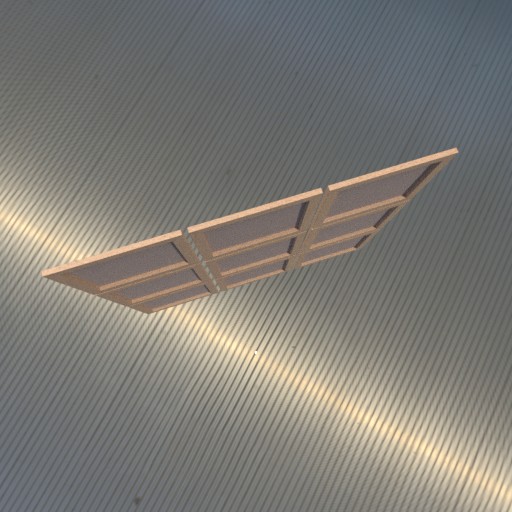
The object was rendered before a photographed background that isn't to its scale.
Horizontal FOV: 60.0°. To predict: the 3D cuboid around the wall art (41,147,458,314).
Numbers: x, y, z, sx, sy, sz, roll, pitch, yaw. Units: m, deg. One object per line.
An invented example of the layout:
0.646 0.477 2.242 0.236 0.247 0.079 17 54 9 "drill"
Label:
0.000 0.000 1.377 0.917 0.910 0.012 -17 78 -4 "wall art"
